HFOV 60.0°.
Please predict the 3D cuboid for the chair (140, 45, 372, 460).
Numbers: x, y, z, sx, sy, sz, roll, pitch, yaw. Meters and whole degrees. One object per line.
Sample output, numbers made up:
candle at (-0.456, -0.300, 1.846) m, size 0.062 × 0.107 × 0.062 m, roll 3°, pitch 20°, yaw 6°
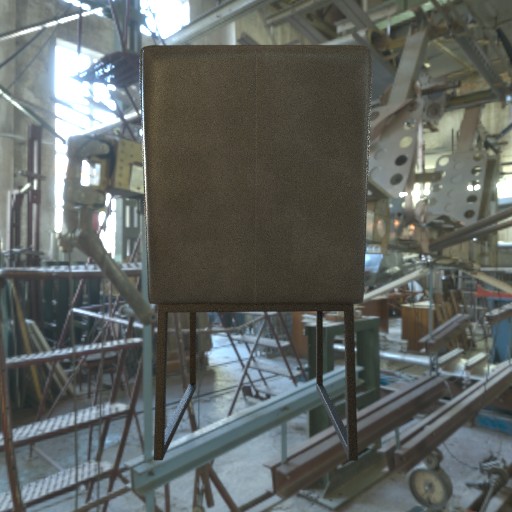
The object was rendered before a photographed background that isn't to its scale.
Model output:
chair at (0.000, 0.000, 1.262) m, size 0.520 × 0.930 × 0.634 m, roll 0°, pitch 0°, yaw 0°
